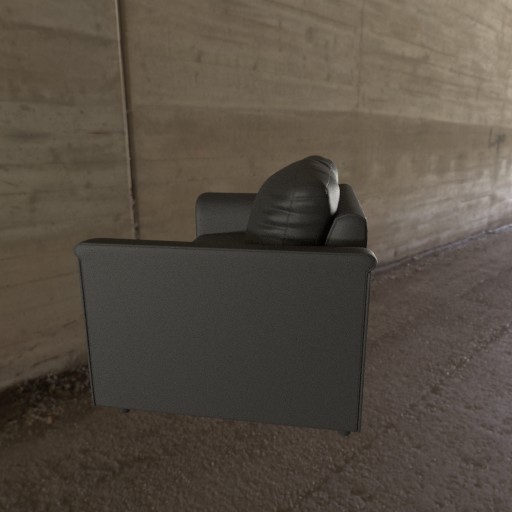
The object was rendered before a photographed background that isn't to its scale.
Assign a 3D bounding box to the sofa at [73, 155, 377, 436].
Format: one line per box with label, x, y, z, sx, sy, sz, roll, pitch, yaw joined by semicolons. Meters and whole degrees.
sofa;0.000;0.000;1.956;0.887;0.845;1.386;2;15;9
